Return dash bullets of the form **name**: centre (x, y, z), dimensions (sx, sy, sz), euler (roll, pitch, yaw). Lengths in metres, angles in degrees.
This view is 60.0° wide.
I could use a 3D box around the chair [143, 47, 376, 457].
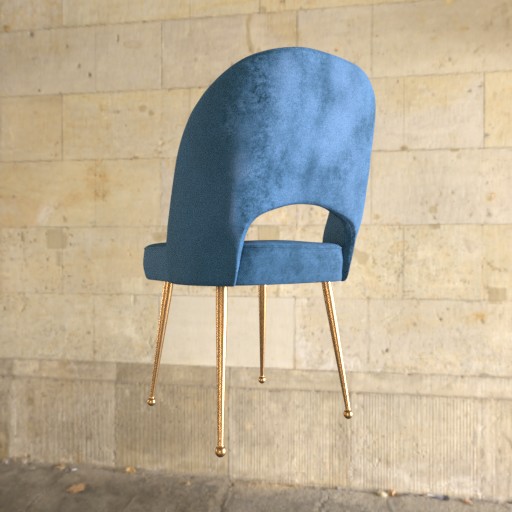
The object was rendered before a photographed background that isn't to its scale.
- **chair**: centre (0.000, 0.000, 1.178), dimensions (0.527, 0.860, 0.577), euler (0, 0, -35)
